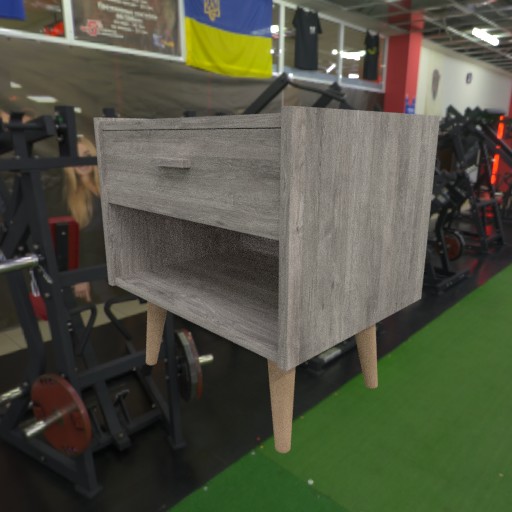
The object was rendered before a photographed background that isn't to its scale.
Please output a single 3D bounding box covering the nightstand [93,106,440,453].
[{"bbox_3d":[0.000,0.000,0.834,0.380,0.500,0.480,-15,21,-43],"label":"nightstand"}]
